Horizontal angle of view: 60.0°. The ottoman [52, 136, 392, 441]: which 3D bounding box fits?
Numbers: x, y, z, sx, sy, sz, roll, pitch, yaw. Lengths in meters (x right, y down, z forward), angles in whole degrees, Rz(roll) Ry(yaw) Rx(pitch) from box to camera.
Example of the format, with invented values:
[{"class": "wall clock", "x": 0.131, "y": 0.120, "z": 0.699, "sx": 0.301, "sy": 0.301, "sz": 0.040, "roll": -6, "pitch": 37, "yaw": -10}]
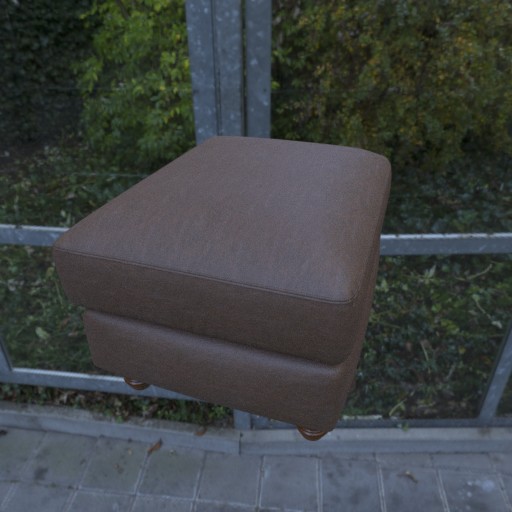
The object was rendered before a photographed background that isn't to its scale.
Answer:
[{"class": "ottoman", "x": 0.000, "y": 0.000, "z": 1.194, "sx": 0.635, "sy": 0.508, "sz": 0.787, "roll": 10, "pitch": 32, "yaw": 16}]
